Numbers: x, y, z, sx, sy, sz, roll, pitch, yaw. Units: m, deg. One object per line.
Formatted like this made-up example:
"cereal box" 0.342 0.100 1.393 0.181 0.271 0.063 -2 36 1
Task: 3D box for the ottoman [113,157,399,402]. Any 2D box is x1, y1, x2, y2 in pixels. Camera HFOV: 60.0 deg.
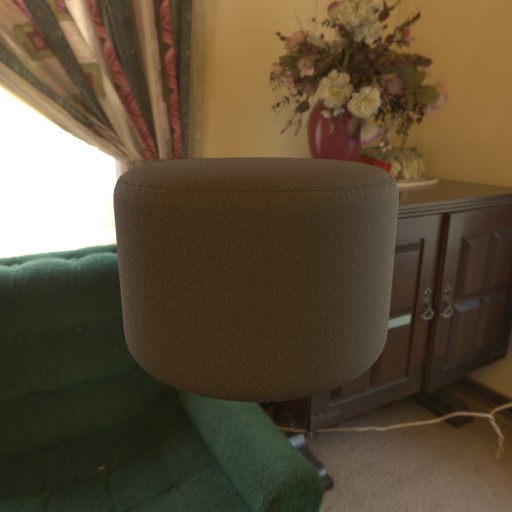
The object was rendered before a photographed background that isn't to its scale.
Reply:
"ottoman" 0.000 0.000 1.023 0.608 0.433 0.608 0 15 0
